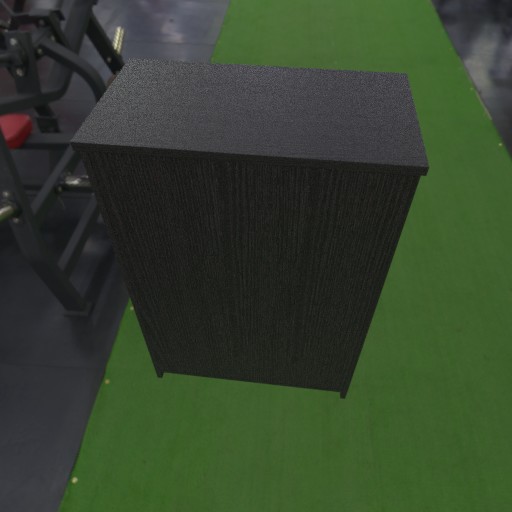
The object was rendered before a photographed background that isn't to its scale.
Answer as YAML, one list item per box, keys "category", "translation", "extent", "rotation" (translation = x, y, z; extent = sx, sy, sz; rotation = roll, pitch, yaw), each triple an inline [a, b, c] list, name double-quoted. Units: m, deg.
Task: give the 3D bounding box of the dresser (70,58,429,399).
- category: "dresser"
  translation: [0.000, 0.000, 1.370]
  extent: [0.704, 1.020, 0.399]
  rotation: [5, 48, 5]
